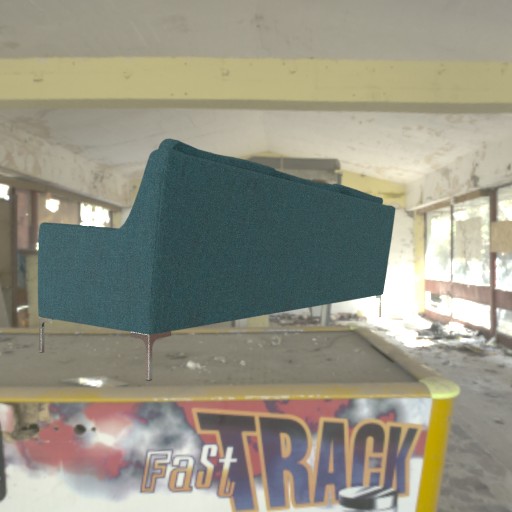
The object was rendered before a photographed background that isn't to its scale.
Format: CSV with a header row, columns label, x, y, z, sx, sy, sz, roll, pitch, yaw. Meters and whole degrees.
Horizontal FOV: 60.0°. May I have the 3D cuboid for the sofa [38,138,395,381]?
label,x,y,z,sx,sy,sz,roll,pitch,yaw
sofa,0.000,0.000,2.467,0.849,0.837,2.060,0,0,37
